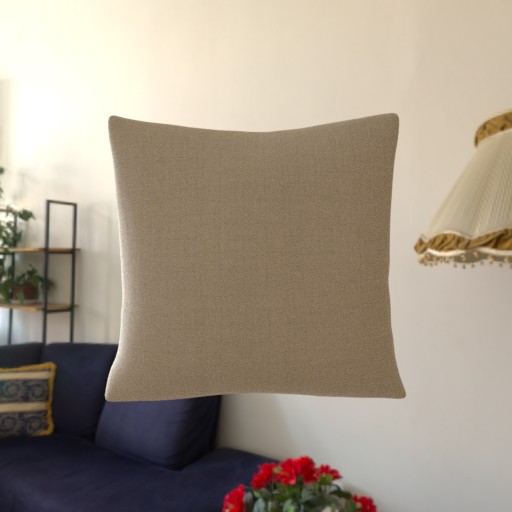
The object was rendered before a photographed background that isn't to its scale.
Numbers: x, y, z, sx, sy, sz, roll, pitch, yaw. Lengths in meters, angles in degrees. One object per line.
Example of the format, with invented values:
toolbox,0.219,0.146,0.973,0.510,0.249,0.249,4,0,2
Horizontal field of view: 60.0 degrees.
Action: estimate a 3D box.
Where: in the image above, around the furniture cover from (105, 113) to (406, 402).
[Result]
furniture cover,0.000,0.000,0.646,0.435,0.420,0.145,0,-1,-1
